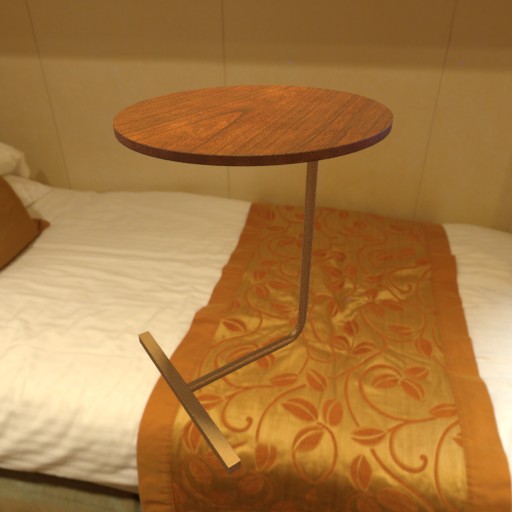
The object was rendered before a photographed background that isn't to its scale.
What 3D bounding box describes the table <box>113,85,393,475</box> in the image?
[{"bbox_3d":[0.000,0.000,1.105,0.577,0.706,0.530,-20,37,-29],"label":"table"}]
